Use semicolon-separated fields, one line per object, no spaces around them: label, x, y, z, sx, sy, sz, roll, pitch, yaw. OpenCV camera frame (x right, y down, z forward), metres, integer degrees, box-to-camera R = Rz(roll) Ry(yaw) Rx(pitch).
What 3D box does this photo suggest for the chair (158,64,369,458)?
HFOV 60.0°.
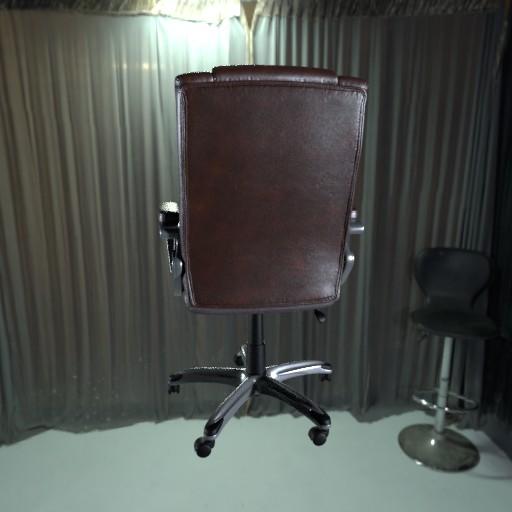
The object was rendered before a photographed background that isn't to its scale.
chair;0.000;0.000;1.539;0.656;1.128;0.692;-2;13;-9
